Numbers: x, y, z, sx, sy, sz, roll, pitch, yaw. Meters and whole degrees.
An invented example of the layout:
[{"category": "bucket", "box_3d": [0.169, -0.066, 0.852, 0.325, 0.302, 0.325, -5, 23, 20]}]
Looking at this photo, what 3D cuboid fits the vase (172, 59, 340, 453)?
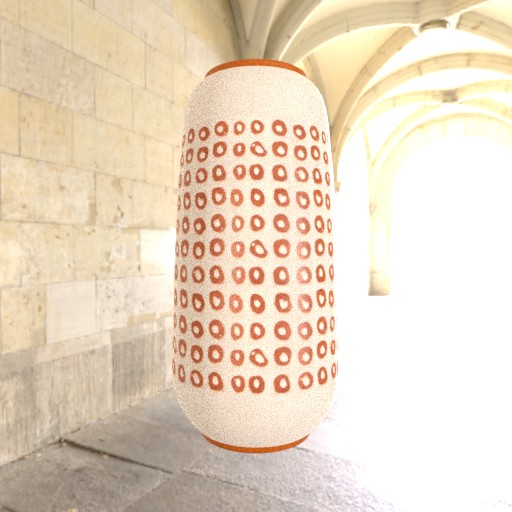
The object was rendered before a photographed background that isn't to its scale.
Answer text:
[{"category": "vase", "box_3d": [0.000, 0.000, 0.357, 0.133, 0.282, 0.133, 0, 1, 0]}]
